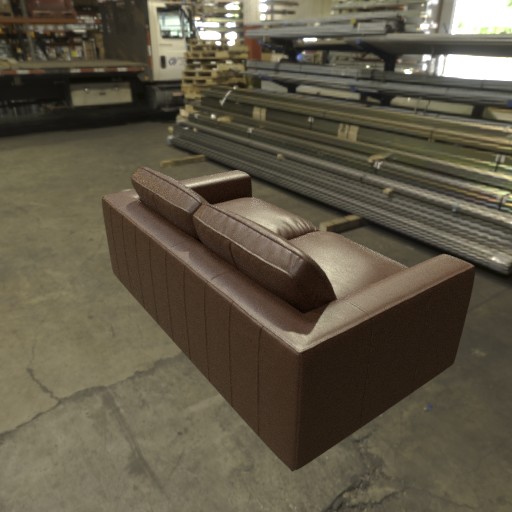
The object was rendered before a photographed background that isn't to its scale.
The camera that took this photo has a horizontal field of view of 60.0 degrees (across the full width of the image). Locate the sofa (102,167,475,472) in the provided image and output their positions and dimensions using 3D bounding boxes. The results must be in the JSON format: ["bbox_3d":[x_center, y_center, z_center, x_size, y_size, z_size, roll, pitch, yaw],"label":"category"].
[{"bbox_3d":[0.000,0.000,2.433,1.070,0.800,1.920,-18,32,-31],"label":"sofa"}]
